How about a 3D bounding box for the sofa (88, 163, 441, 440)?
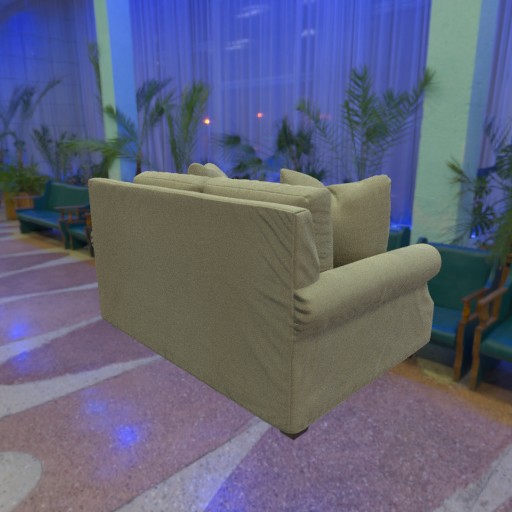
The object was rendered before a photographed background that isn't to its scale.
[{"bbox_3d":[0.000,0.000,2.229,1.070,0.905,1.550,-14,21,-42],"label":"sofa"}]
